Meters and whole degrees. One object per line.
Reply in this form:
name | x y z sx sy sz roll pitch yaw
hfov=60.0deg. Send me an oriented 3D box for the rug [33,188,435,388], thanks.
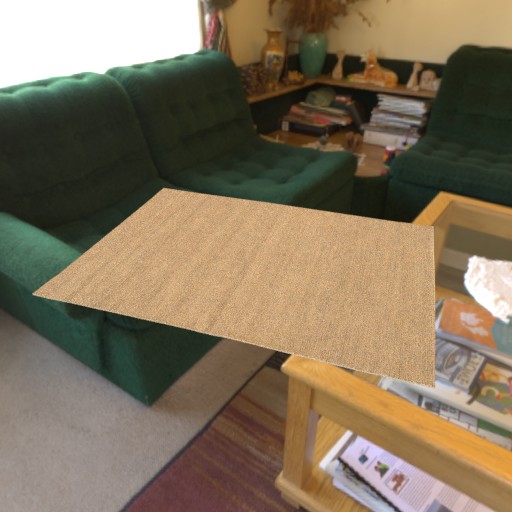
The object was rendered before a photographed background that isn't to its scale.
rug | 0.000 0.000 2.960 2.264 0.030 1.624 10 34 16
